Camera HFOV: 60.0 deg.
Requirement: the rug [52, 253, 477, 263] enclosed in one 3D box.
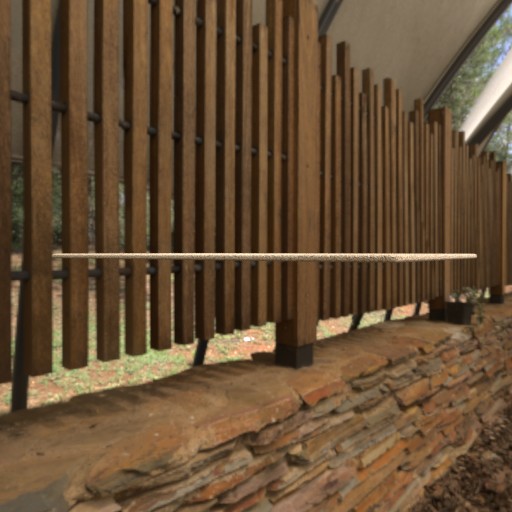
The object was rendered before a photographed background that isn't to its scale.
[{"bbox_3d":[0.000,0.000,2.982,2.438,0.030,1.524,0,1,37],"label":"rug"}]
